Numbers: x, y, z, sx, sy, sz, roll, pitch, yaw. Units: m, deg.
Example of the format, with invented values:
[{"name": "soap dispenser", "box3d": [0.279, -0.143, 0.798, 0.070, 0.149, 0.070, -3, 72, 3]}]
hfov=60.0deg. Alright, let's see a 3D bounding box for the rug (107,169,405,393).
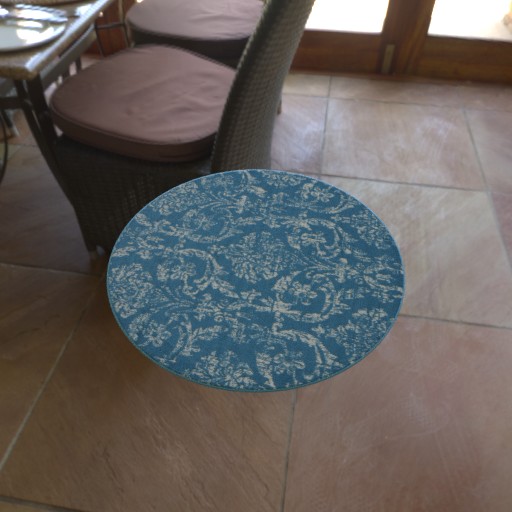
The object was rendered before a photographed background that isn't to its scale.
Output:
[{"name": "rug", "box3d": [0.000, 0.000, 2.427, 1.593, 0.012, 1.593, 0, 47, 0]}]
